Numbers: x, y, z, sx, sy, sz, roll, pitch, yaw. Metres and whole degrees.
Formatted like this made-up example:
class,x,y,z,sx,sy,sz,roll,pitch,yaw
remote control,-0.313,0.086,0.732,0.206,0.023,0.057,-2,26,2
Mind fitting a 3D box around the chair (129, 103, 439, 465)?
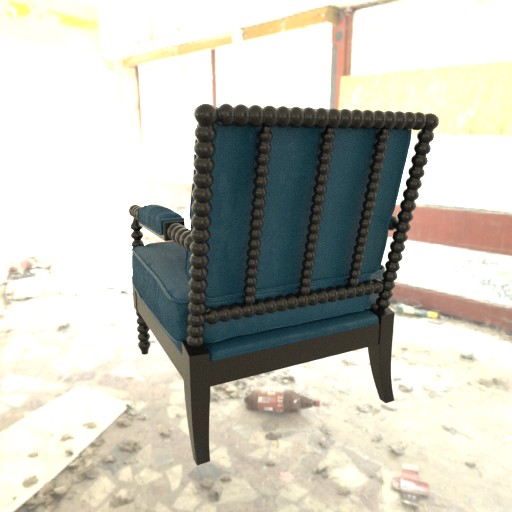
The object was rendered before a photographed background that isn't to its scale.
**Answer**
class,x,y,z,sx,sy,sz,roll,pitch,yaw
chair,0.000,0.000,1.409,0.688,0.857,0.805,-7,16,-26
